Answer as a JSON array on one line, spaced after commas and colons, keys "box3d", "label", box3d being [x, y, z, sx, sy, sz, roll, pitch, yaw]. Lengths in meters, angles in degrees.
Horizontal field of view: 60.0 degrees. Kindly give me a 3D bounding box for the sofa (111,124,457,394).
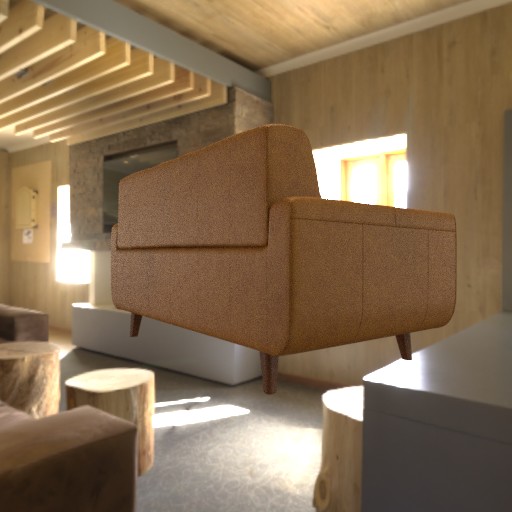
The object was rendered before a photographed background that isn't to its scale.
[{"box3d": [0.000, 0.000, 2.263, 0.952, 0.925, 1.651, 0, 1, -36], "label": "sofa"}]
